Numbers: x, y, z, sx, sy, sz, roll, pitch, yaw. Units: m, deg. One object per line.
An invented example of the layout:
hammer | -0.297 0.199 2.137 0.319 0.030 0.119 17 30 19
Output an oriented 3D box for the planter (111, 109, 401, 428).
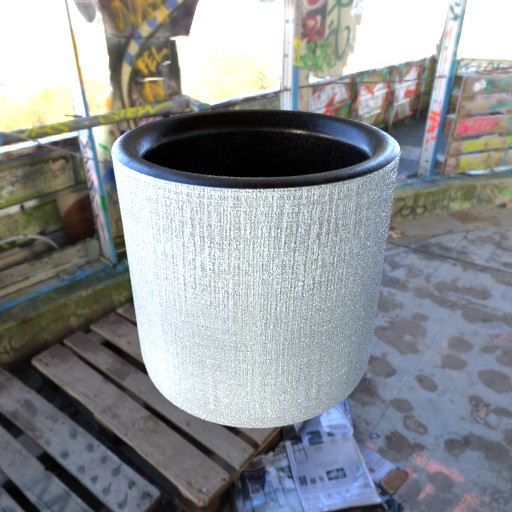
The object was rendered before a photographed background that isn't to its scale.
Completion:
planter | 0.000 0.000 0.287 0.160 0.156 0.160 0 29 0
